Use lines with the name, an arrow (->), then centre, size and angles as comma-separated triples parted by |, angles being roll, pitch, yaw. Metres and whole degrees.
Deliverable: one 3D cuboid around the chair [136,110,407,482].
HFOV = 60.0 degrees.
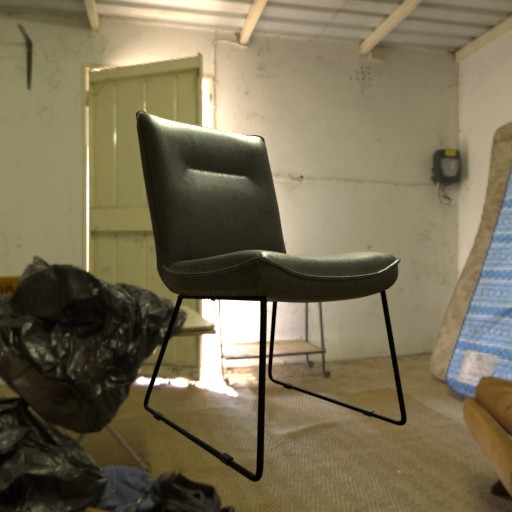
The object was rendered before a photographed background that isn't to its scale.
chair -> 0.000, 0.000, 1.313 | 0.515, 0.932, 0.688 | 0, 0, -37
